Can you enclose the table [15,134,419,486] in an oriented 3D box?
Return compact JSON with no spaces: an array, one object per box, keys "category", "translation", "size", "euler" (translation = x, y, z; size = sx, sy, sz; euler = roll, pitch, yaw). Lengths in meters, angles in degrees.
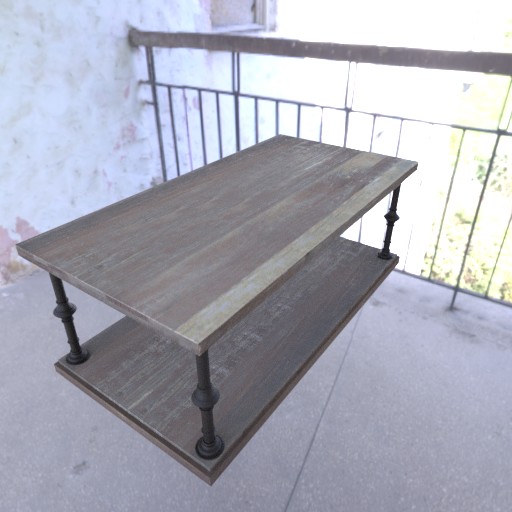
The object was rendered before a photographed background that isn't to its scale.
[{"category":"table","translation":[0.000,0.000,1.341],"size":[0.554,0.399,1.088],"euler":[21,37,30]}]
